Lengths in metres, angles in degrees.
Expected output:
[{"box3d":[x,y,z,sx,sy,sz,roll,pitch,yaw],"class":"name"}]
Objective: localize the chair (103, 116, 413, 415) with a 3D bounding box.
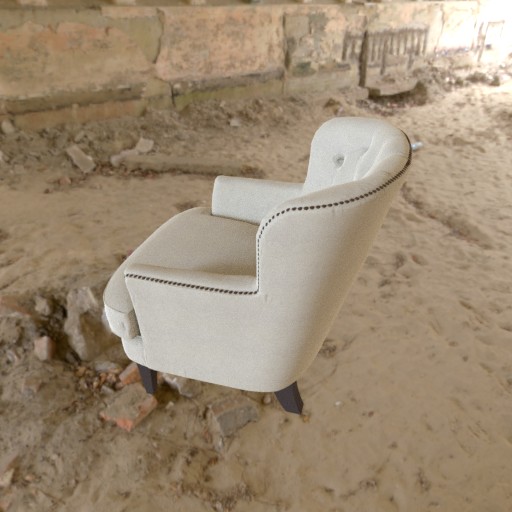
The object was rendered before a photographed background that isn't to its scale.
[{"box3d":[0.000,0.000,1.546,0.906,0.868,0.848,8,32,13],"class":"chair"}]
